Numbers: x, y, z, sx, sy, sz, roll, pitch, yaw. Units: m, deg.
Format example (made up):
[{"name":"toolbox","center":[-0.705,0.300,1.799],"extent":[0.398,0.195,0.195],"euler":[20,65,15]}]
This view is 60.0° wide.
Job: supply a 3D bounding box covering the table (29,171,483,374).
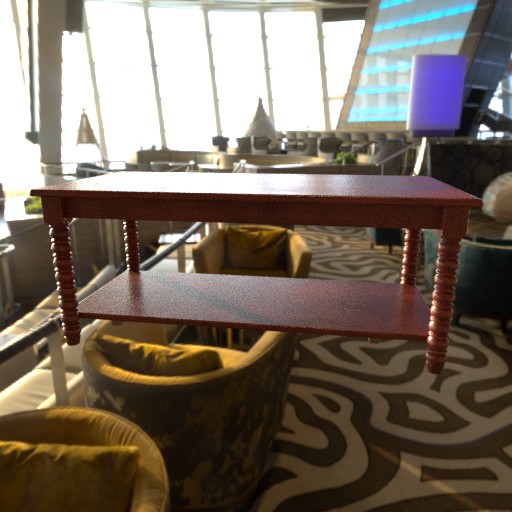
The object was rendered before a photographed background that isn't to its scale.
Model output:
[{"name":"table","center":[0.000,0.000,1.458],"extent":[1.171,0.485,0.580],"euler":[2,16,9]}]
